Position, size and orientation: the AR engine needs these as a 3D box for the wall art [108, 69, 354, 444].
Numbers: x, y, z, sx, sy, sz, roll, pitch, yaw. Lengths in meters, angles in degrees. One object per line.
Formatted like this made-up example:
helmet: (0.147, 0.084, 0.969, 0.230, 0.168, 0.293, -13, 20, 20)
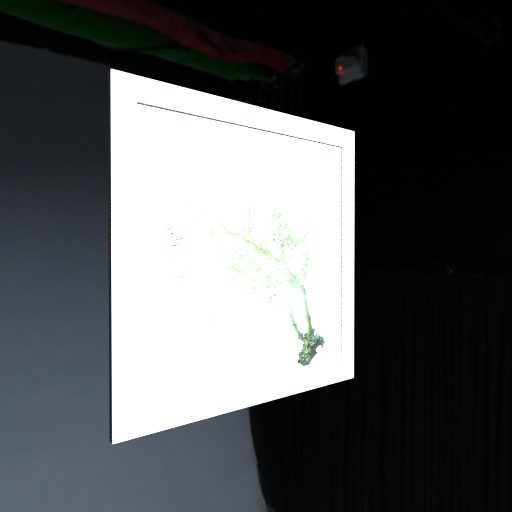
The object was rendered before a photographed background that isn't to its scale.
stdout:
wall art: (0.000, 0.000, 0.879, 0.584, 0.584, 0.013, -1, 1, -38)
